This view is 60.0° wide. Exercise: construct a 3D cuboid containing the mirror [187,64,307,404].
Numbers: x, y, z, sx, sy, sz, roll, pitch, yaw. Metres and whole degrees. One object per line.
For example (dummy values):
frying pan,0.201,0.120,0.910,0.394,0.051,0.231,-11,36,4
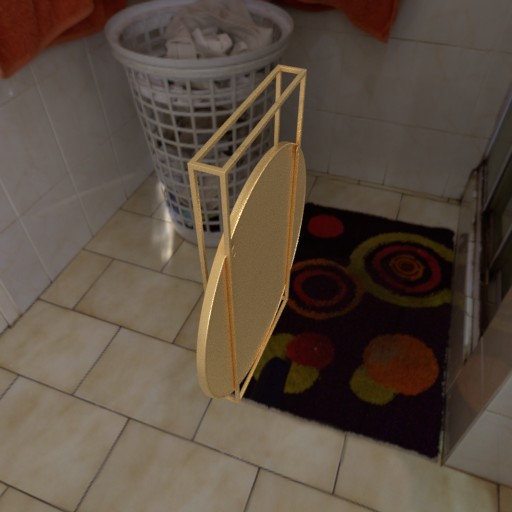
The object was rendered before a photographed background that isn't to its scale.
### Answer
mirror,0.000,0.000,0.851,0.051,0.603,0.508,17,48,16
